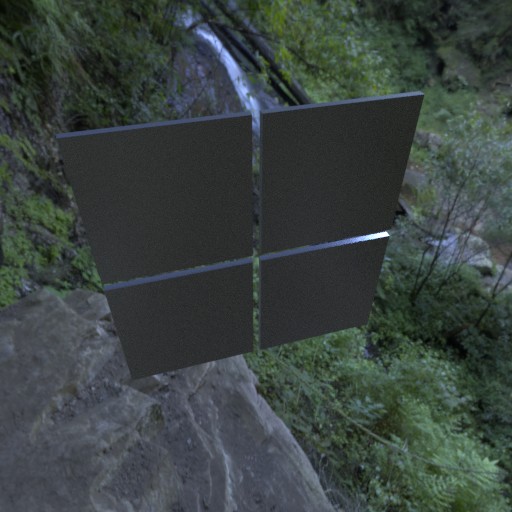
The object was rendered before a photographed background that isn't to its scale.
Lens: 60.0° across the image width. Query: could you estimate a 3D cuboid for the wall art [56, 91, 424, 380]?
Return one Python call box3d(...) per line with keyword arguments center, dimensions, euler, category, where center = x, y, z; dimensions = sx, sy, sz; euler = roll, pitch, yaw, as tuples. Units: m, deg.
box3d(center=(0.000, 0.000, 1.675), dimensions=(1.118, 1.118, 0.029), euler=(-11, 42, -12), category="wall art")
